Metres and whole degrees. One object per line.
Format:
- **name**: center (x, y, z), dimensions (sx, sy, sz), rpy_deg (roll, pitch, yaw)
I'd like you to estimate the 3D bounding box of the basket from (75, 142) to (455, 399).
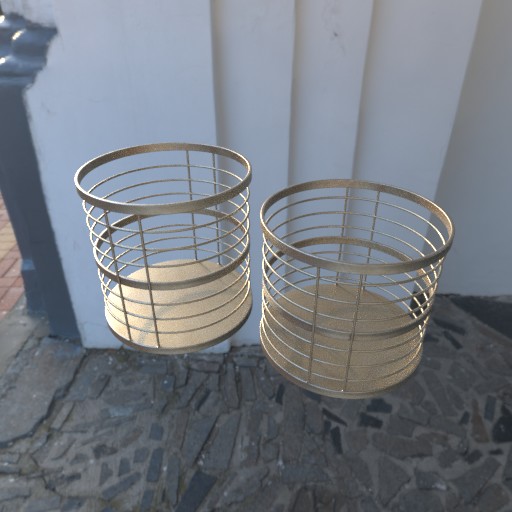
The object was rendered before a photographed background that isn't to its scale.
- **basket**: center (0.000, 0.000, 0.955), dimensions (0.746, 0.351, 0.356), rpy_deg (10, 33, 15)
